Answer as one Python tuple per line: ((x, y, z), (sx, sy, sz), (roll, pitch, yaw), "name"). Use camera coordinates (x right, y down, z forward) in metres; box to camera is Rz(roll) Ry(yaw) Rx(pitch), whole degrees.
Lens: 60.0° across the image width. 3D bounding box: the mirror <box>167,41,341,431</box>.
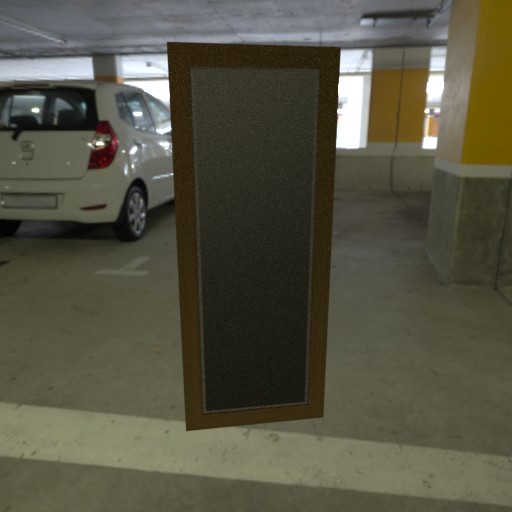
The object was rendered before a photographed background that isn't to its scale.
((0.000, 0.000, 2.327), (0.812, 2.031, 0.025), (-2, 16, -9), "mirror")
